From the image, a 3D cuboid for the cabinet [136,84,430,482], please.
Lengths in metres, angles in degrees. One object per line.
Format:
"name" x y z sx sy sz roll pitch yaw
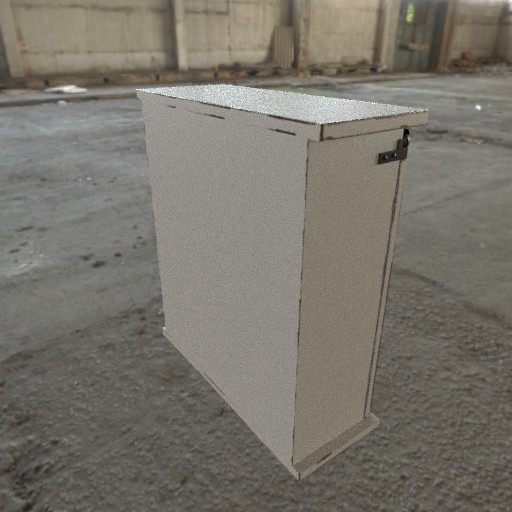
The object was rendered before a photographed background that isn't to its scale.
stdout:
"cabinet" 0.000 0.000 0.892 0.210 0.603 0.541 -18 31 -32
